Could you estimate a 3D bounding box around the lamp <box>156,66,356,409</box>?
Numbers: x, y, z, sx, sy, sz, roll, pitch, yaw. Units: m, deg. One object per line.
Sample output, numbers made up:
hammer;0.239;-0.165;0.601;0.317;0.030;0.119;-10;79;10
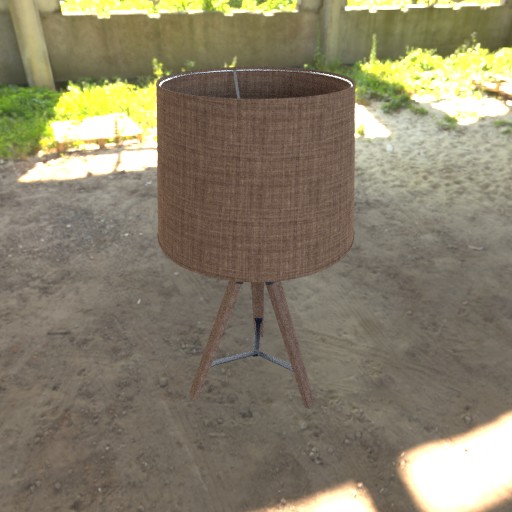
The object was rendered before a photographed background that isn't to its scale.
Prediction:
lamp;0.000;0.000;0.688;0.290;0.514;0.290;0;30;0
